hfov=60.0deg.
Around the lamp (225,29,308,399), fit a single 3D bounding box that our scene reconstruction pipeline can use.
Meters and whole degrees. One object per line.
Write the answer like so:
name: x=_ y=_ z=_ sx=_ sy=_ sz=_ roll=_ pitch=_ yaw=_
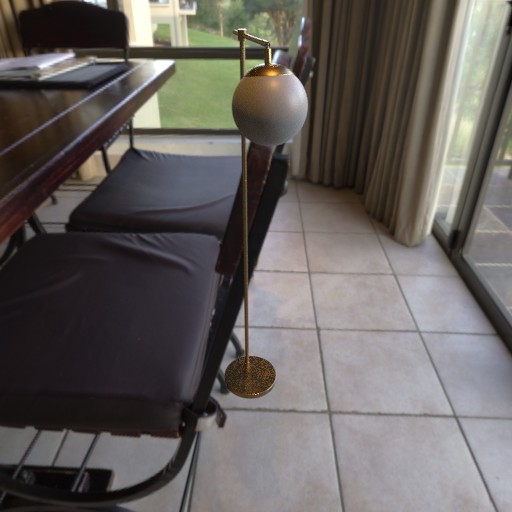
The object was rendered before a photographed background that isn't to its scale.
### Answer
lamp: x=0.000 y=0.000 z=1.673 sx=0.249 sy=1.505 sz=0.476 roll=-9 pitch=33 yaw=-15
